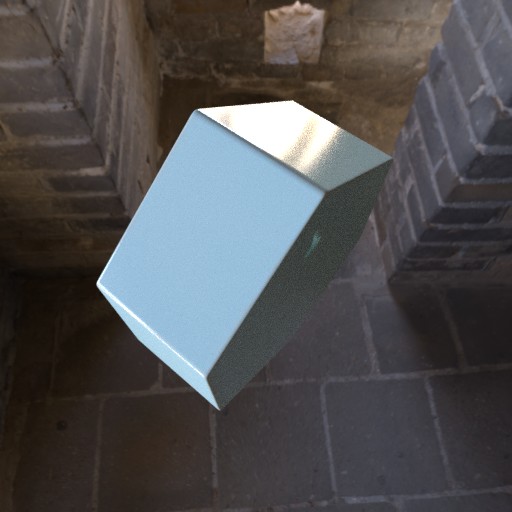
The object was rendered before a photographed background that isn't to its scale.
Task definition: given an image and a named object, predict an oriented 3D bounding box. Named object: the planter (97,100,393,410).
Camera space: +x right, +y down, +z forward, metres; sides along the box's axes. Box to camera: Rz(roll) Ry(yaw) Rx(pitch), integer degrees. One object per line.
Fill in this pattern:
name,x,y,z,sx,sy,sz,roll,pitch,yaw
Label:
planter,0.000,0.000,0.290,0.078,0.207,0.169,36,68,17
